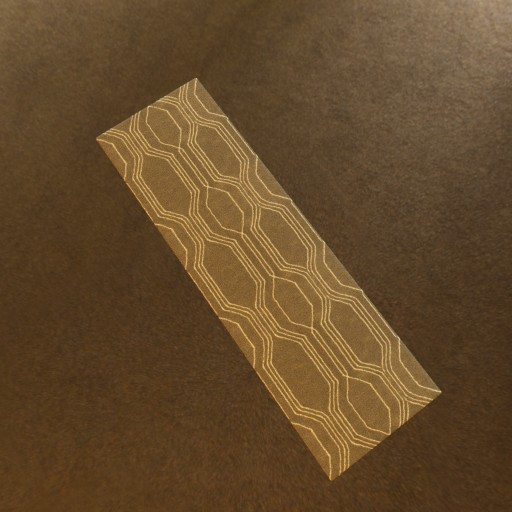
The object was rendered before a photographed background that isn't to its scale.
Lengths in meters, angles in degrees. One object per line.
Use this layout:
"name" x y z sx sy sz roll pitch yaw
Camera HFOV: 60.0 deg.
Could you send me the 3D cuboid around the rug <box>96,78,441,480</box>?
"rug" 0.000 0.000 2.646 0.773 0.012 2.464 -35 78 -8
